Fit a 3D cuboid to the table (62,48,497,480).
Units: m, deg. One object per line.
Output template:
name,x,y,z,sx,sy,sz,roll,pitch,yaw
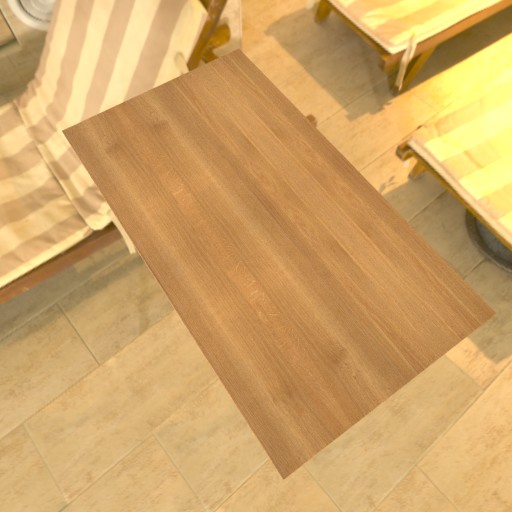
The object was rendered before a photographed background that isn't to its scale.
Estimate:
table,0.000,0.000,2.032,0.900,0.750,1.600,-31,68,-15
